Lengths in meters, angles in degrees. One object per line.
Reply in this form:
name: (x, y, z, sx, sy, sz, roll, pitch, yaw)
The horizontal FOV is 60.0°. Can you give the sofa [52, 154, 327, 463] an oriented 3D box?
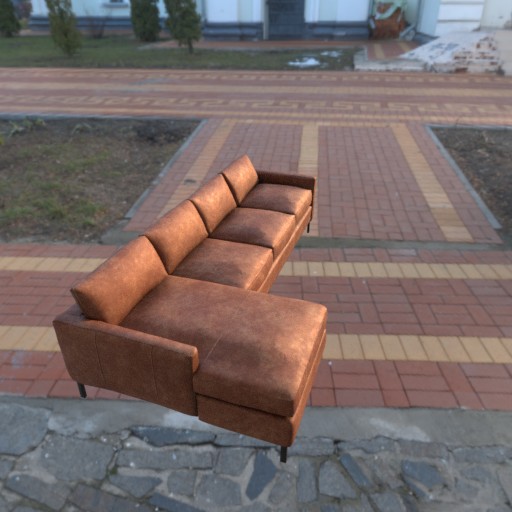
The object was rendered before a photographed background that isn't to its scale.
sofa: (0.000, 0.000, 3.676, 1.471, 0.859, 2.993, 10, 31, 17)
